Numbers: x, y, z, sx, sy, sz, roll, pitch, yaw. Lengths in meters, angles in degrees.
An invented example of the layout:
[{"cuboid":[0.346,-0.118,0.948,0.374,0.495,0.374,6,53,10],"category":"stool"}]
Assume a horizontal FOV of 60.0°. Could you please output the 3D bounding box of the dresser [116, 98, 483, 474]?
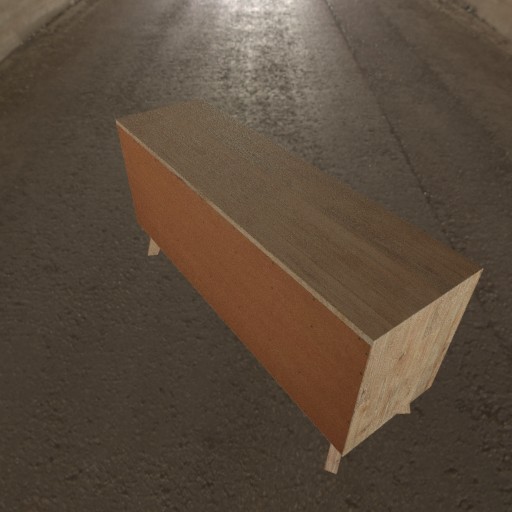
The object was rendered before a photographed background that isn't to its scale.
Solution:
[{"cuboid":[0.000,0.000,1.918,0.455,0.788,1.602,-25,46,-26],"category":"dresser"}]
